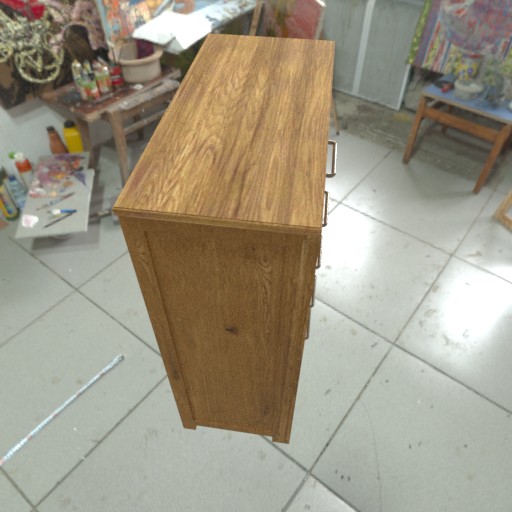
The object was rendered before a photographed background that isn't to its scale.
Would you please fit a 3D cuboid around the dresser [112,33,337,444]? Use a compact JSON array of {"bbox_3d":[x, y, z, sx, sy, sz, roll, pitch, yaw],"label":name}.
[{"bbox_3d":[0.000,0.000,1.943,0.558,1.431,1.081,6,48,6],"label":"dresser"}]
